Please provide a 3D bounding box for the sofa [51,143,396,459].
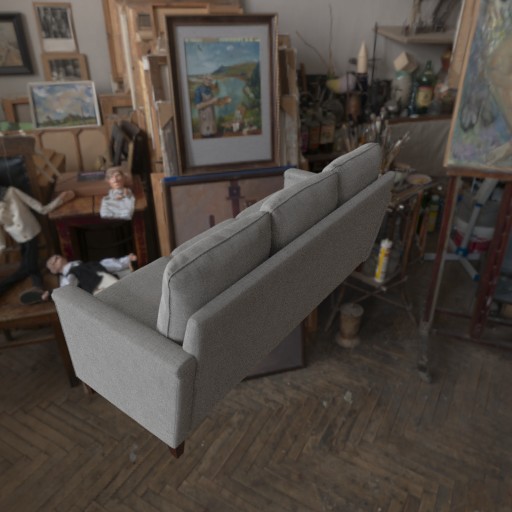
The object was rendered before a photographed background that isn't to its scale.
[{"bbox_3d":[0.000,0.000,2.434,0.828,0.959,1.925,21,37,31],"label":"sofa"}]
